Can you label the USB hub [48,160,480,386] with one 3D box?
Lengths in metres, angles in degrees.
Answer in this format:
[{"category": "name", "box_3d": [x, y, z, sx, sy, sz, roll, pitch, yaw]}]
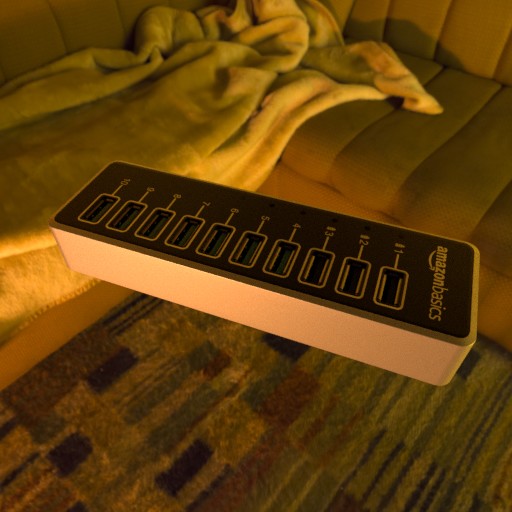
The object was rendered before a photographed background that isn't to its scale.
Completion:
[{"category": "USB hub", "box_3d": [0.000, 0.000, 0.160, 0.145, 0.023, 0.044, 15, 48, 14]}]
